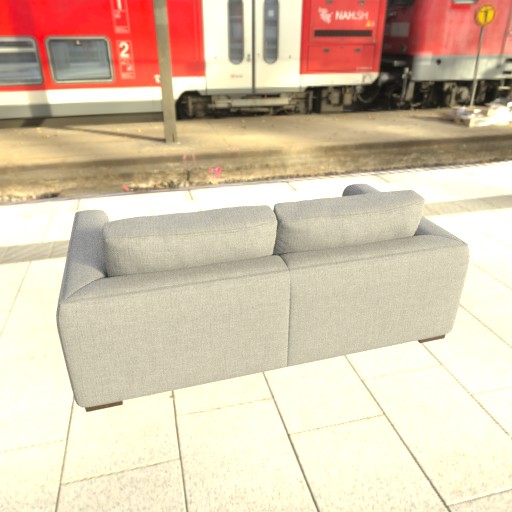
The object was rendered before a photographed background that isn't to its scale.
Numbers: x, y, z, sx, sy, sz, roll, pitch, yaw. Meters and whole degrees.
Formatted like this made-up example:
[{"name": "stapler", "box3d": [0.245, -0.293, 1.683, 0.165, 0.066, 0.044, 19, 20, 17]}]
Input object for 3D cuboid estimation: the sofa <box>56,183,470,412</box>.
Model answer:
[{"name": "sofa", "box3d": [0.000, 0.000, 2.425, 1.920, 0.800, 1.069, -8, 28, -15]}]
